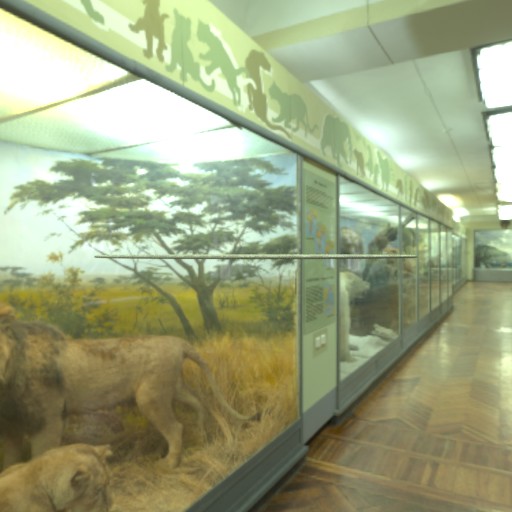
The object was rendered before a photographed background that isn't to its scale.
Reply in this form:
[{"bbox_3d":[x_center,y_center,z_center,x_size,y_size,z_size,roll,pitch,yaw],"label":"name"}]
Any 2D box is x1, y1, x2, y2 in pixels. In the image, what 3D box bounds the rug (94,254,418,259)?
[{"bbox_3d":[0.000,0.000,2.322,1.593,0.012,1.593,0,0,0],"label":"rug"}]
